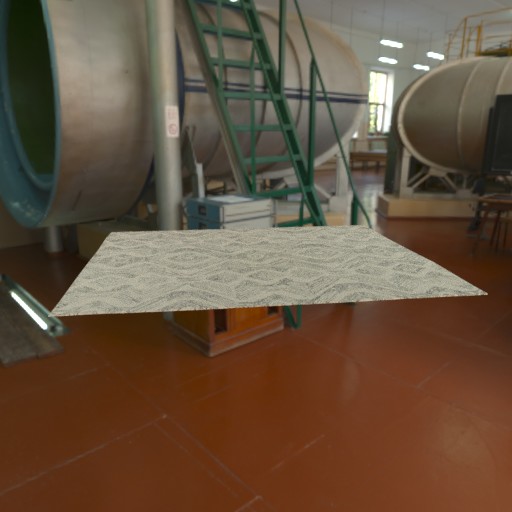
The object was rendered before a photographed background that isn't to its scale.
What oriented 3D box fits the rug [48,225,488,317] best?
[{"bbox_3d":[0.000,0.000,4.153,3.054,0.030,2.430,-2,16,-7],"label":"rug"}]
